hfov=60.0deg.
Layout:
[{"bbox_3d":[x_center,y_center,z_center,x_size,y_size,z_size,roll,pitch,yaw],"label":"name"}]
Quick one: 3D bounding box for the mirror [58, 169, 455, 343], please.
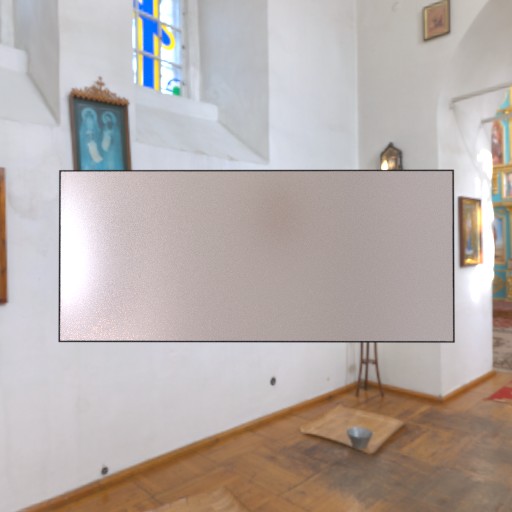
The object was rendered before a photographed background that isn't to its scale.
[{"bbox_3d":[0.000,0.000,1.795,1.584,0.692,0.047,0,-1,0],"label":"mirror"}]
